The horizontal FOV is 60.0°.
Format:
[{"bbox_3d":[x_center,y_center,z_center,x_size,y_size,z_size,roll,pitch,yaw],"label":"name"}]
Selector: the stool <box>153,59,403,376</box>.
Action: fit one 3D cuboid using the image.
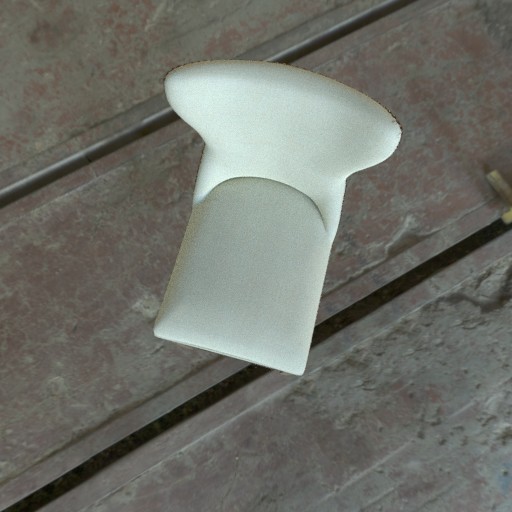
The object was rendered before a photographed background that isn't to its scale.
[{"bbox_3d":[0.000,0.000,1.295,0.498,0.981,0.608,14,76,4],"label":"stool"}]
